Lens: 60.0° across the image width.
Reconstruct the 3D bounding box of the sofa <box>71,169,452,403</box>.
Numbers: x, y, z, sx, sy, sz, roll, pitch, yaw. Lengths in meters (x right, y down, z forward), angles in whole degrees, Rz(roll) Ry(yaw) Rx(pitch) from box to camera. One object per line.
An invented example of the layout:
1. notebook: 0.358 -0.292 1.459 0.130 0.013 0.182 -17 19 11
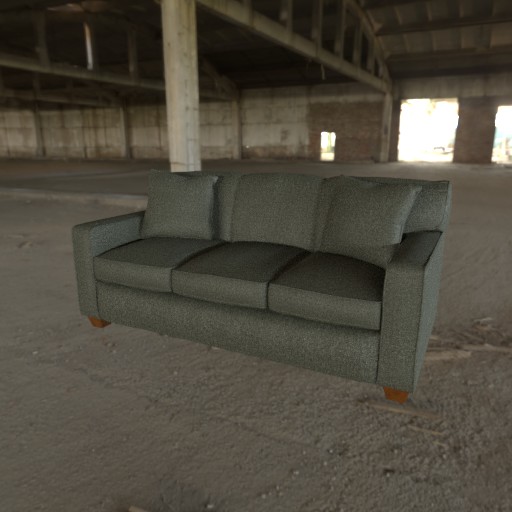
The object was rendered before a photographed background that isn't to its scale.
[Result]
1. sofa: 0.000 0.000 2.635 2.024 0.958 0.997 7 16 26
